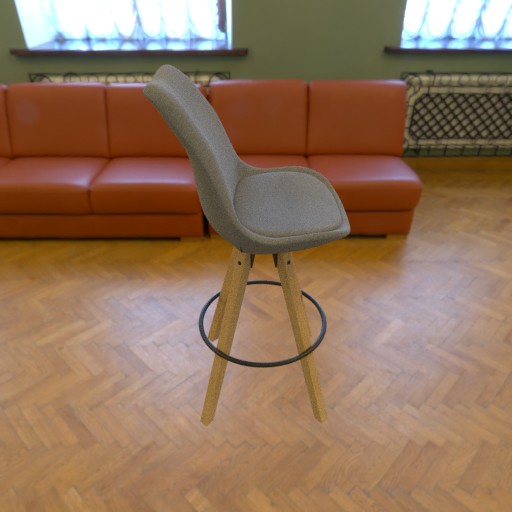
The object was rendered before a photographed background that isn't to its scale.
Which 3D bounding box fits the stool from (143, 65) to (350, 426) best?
[{"bbox_3d":[0.000,0.000,1.438,0.550,1.115,0.485,-1,33,-1],"label":"stool"}]
